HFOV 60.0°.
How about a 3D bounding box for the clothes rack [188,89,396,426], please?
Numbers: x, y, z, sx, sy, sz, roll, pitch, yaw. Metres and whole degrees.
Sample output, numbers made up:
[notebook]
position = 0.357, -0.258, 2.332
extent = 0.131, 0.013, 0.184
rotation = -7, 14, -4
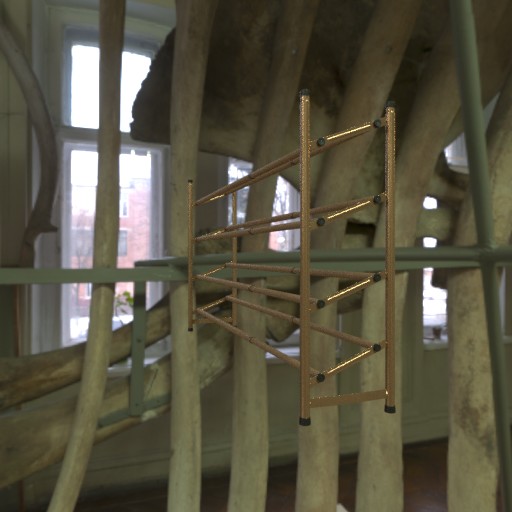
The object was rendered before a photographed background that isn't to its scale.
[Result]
[clothes rack]
position = 0.000, 0.000, 1.464
extent = 0.229, 0.672, 1.168
rotation = 0, 0, -20
